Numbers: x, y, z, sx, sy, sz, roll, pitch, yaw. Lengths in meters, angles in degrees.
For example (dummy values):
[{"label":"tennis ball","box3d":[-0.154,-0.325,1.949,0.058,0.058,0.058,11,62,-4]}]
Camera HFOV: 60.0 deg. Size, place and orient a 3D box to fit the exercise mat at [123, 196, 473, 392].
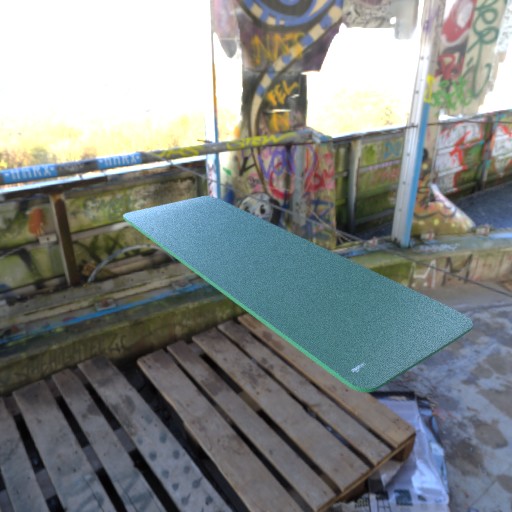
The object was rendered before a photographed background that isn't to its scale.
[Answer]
[{"label":"exercise mat","box3d":[0.000,0.000,2.110,0.616,0.021,1.869,-18,31,-33]}]
